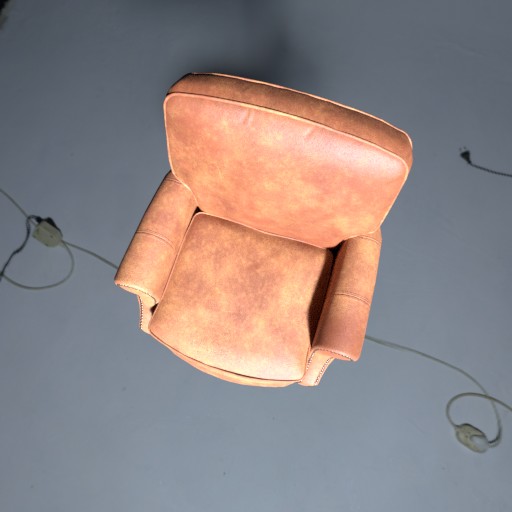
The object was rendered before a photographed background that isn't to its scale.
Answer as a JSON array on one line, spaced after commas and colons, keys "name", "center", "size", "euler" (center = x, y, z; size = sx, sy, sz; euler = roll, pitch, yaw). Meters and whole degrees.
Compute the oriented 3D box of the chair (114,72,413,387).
[{"name": "chair", "center": [0.000, 0.000, 1.735], "size": [0.936, 1.018, 0.986], "euler": [17, 76, 4]}]
